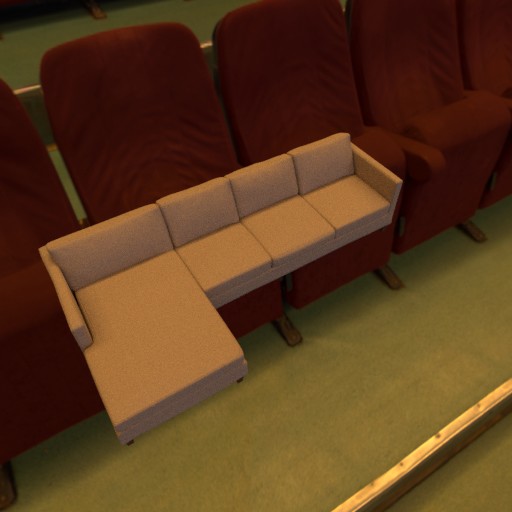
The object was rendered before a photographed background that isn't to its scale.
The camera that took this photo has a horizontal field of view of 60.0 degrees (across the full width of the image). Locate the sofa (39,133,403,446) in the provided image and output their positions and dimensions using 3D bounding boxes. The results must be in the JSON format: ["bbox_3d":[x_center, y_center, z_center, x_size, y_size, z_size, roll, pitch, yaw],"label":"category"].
[{"bbox_3d":[0.000,0.000,3.888,3.186,0.846,1.625,-25,52,-21],"label":"sofa"}]
